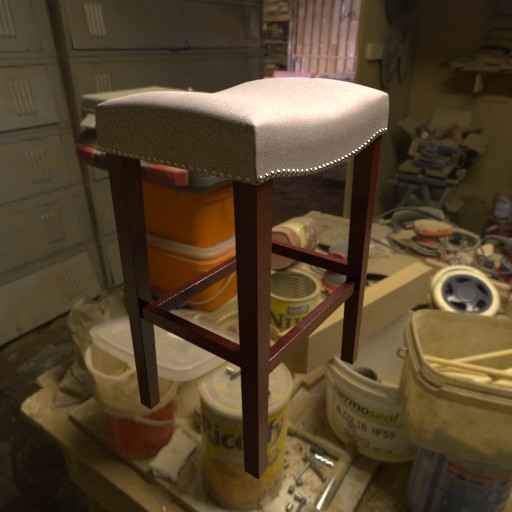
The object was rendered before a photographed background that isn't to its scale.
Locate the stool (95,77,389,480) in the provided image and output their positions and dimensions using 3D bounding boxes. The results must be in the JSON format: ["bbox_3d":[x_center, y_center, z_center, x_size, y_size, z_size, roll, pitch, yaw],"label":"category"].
[{"bbox_3d":[0.000,0.000,1.024,0.372,0.742,0.504,18,31,32],"label":"stool"}]
